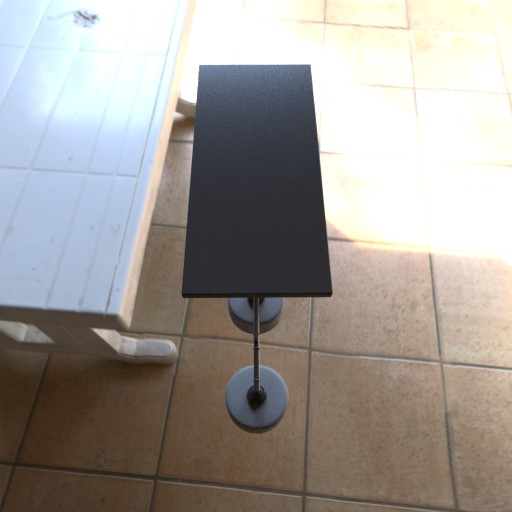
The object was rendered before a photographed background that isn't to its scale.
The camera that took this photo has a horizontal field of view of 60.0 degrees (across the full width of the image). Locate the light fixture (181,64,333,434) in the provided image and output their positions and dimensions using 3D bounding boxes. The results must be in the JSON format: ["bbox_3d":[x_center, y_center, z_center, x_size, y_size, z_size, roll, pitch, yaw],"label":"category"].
[{"bbox_3d":[0.000,0.000,0.855,0.177,0.557,0.582,0,62,0],"label":"light fixture"}]
